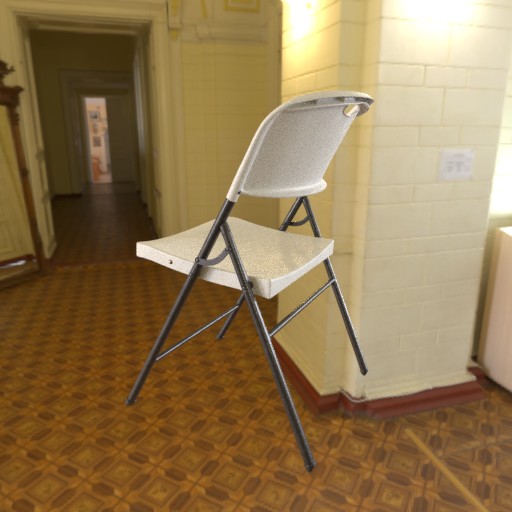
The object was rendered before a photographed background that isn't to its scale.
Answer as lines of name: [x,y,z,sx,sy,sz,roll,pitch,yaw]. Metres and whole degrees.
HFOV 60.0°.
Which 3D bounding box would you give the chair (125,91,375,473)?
chair: [0.000,0.000,1.201,0.566,0.810,0.494,8,17,27]
